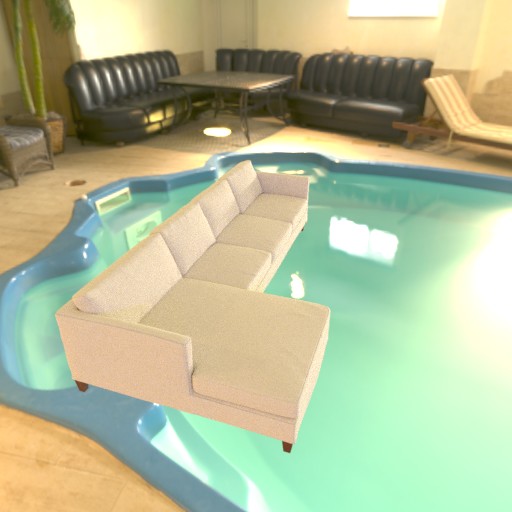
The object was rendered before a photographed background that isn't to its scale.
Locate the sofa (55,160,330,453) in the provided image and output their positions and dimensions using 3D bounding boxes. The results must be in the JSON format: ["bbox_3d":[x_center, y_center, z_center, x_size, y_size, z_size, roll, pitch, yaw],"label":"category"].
[{"bbox_3d":[0.000,0.000,4.007,1.625,0.846,3.186,10,30,17],"label":"sofa"}]
